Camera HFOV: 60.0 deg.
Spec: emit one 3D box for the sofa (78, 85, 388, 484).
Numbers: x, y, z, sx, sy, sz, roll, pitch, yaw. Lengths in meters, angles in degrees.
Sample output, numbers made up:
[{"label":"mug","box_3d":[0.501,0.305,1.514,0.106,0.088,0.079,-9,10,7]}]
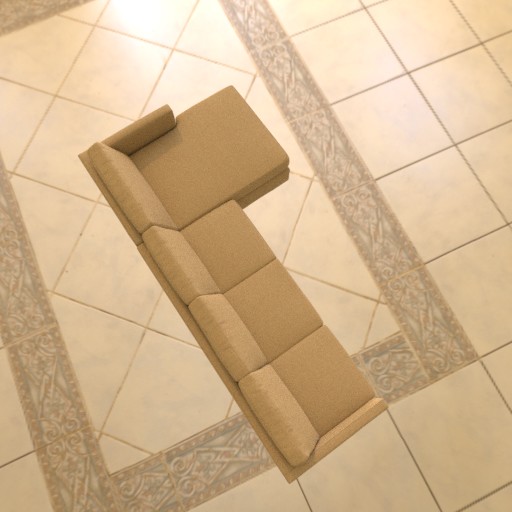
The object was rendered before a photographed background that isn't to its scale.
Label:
[{"label":"sofa","box_3d":[0.000,0.000,3.868,1.622,0.867,3.177,-34,77,-9]}]
